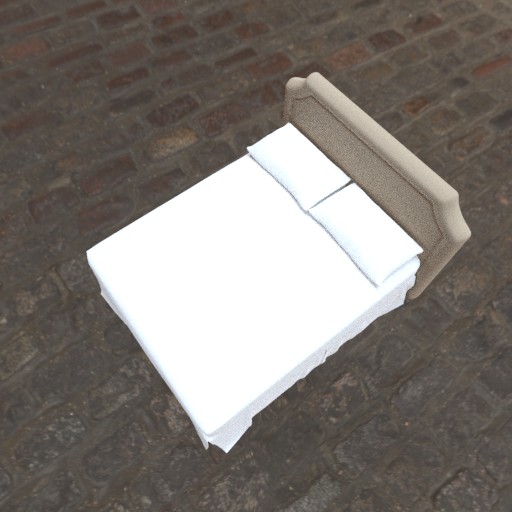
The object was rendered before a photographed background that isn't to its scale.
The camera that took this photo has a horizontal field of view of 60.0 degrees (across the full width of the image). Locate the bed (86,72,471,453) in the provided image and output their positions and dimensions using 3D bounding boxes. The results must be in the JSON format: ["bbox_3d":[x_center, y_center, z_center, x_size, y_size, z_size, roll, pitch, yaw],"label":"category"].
[{"bbox_3d":[0.000,0.000,3.300,2.204,1.301,1.828,-34,68,-16],"label":"bed"}]
